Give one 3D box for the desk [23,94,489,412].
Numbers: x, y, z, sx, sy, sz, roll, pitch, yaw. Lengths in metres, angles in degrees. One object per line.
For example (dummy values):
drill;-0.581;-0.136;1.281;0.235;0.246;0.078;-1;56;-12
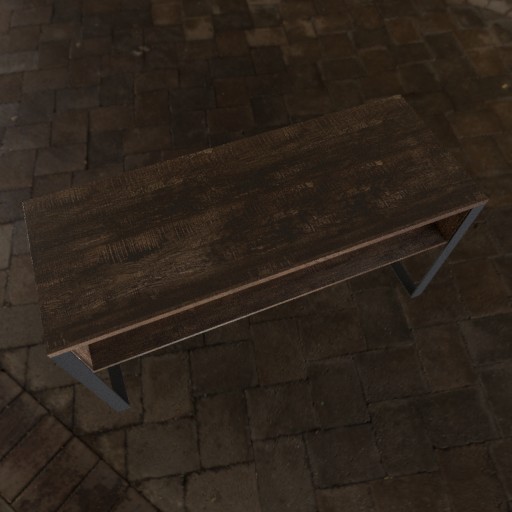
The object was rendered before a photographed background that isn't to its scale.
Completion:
desk;0.000;0.000;1.881;1.524;0.762;0.599;-19;61;-11
